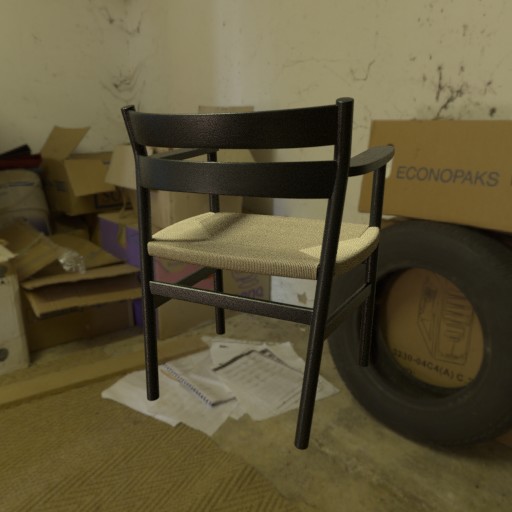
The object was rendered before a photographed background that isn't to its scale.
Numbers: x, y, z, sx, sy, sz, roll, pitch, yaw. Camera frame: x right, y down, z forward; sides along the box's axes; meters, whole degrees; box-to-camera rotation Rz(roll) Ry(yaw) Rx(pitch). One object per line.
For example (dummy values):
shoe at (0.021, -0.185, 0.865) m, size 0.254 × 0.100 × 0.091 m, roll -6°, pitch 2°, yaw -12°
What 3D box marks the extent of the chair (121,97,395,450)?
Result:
chair at (0.000, 0.000, 1.200) m, size 0.630 × 0.775 × 0.508 m, roll 7°, pitch 17°, yaw 25°
